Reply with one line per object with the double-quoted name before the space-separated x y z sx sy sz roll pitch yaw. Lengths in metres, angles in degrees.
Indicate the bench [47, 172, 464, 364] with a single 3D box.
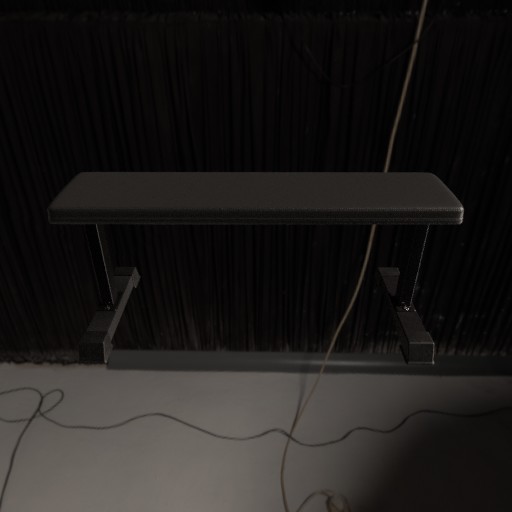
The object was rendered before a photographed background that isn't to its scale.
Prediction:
"bench" 0.000 0.000 1.328 1.072 0.453 0.439 0 32 0
